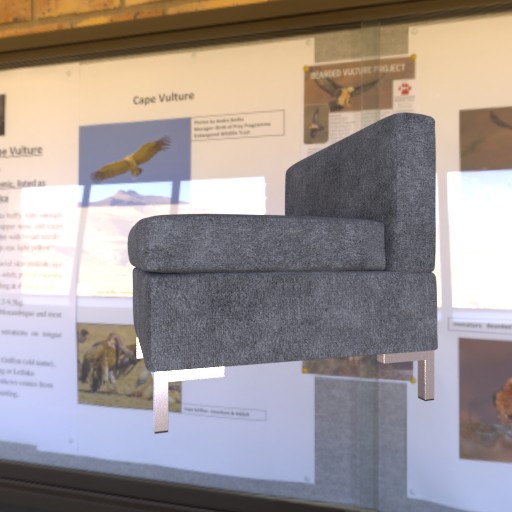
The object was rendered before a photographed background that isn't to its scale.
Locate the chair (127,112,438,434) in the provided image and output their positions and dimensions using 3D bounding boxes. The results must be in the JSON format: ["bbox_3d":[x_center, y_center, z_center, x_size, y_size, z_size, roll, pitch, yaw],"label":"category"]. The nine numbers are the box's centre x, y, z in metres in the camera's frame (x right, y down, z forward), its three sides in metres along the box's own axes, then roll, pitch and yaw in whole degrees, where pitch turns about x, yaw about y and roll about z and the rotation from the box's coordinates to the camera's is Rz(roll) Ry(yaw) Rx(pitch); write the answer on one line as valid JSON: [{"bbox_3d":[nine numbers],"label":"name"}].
[{"bbox_3d":[0.000,0.000,1.228,0.680,0.660,0.680,0,0,-18],"label":"chair"}]
